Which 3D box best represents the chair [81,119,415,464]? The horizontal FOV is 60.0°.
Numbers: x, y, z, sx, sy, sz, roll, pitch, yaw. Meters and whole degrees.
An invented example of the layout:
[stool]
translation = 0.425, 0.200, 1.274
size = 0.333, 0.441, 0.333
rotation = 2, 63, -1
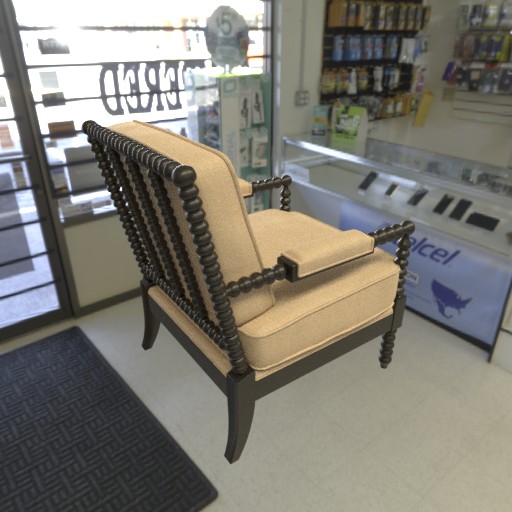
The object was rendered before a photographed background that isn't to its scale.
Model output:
[chair]
translation = 0.000, 0.000, 1.178
size = 0.657, 0.703, 0.555
rotation = -18, 32, -31
